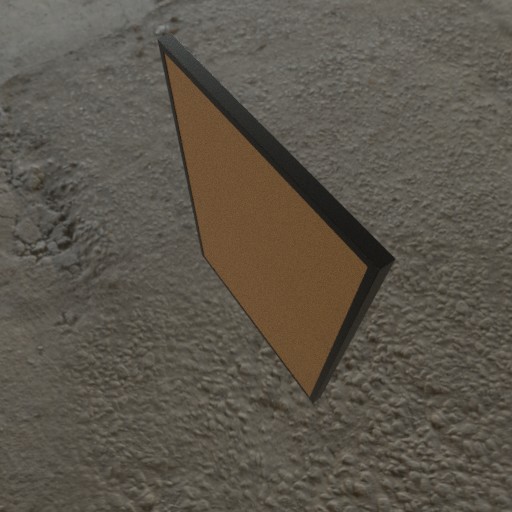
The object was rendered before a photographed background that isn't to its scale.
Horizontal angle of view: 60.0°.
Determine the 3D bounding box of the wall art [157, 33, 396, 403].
[{"bbox_3d":[0.000,0.000,1.401,0.039,1.061,0.804,-31,64,-17],"label":"wall art"}]
